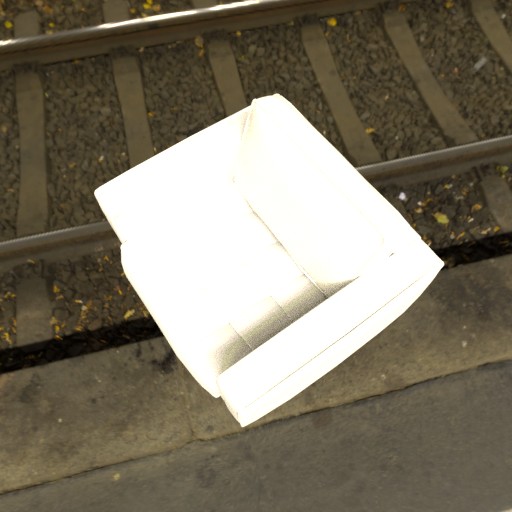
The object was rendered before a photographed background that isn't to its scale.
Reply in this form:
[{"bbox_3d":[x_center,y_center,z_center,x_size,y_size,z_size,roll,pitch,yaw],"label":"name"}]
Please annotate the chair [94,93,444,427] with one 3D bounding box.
[{"bbox_3d":[0.000,0.000,1.603,0.843,0.773,0.928,-33,69,-14],"label":"chair"}]
